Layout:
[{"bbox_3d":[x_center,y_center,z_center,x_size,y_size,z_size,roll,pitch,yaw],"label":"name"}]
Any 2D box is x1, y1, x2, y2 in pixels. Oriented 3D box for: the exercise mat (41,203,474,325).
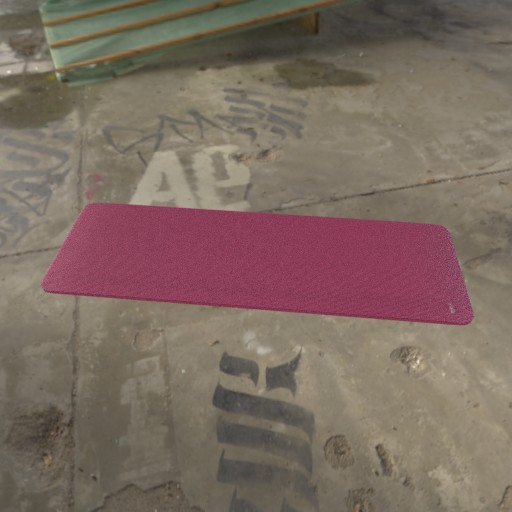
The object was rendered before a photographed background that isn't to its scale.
[{"bbox_3d":[0.000,0.000,2.090,1.884,0.021,0.616,4,45,4],"label":"exercise mat"}]
